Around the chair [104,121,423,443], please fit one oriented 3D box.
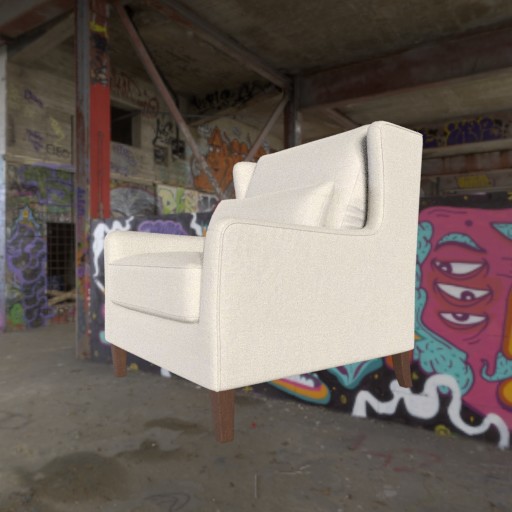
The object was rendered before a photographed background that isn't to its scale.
[{"bbox_3d":[0.000,0.000,1.864,1.040,1.056,0.982,0,0,-37],"label":"chair"}]
